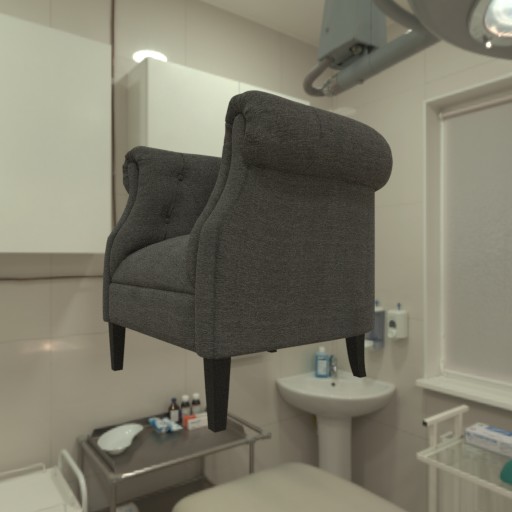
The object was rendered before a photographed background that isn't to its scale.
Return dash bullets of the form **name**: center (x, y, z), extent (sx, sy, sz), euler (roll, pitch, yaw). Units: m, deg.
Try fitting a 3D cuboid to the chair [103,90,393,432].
- **chair**: center (0.000, 0.000, 1.557), extent (0.852, 0.827, 0.905), euler (0, 0, -37)
